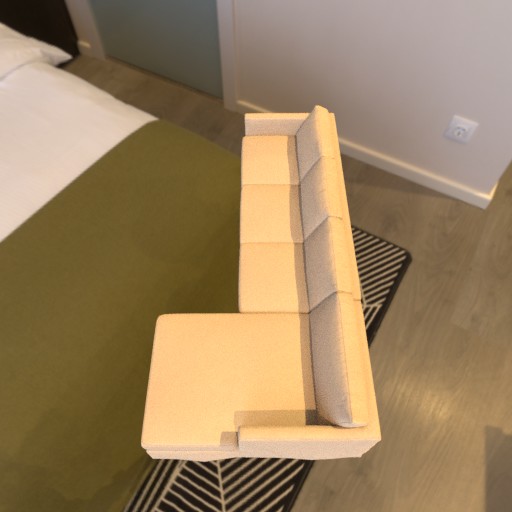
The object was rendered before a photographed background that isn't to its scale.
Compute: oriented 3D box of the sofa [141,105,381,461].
[{"bbox_3d":[0.000,0.000,3.900,1.622,0.871,3.206,0,57,0],"label":"sofa"}]
